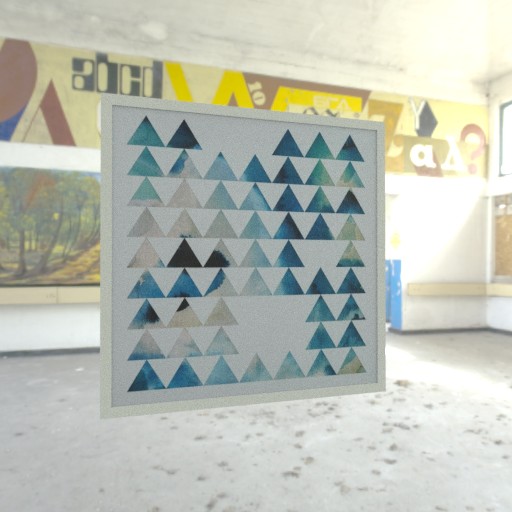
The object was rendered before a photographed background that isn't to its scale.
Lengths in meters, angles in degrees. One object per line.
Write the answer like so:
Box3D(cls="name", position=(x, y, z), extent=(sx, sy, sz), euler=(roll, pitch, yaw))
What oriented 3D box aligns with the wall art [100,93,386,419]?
Box3D(cls="wall art", position=(0.000, 0.000, 1.221), extent=(0.809, 0.809, 0.012), euler=(0, -1, -17))
